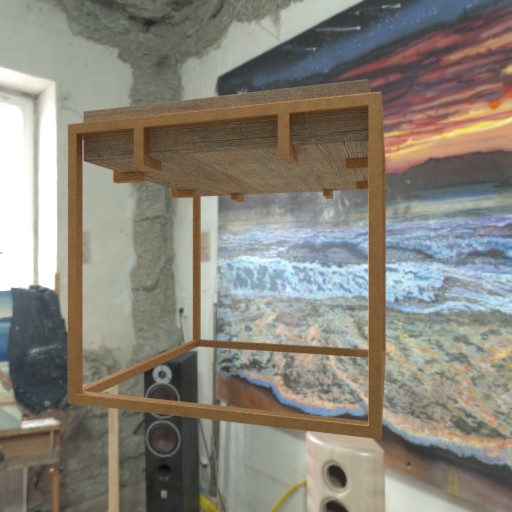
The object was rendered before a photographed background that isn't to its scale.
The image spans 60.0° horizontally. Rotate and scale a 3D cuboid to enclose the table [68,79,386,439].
[{"bbox_3d":[0.000,0.000,1.079,0.599,0.584,0.599,0,0,17],"label":"table"}]
